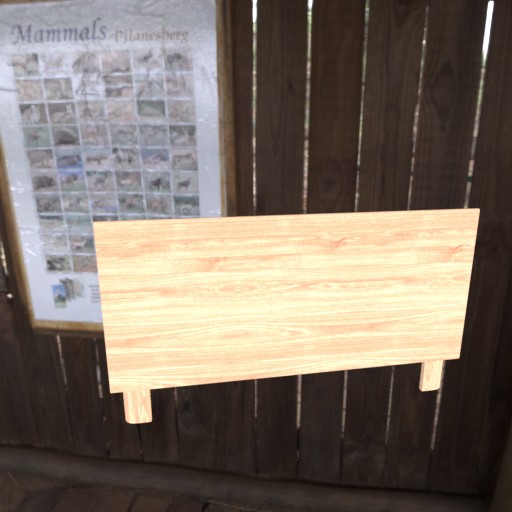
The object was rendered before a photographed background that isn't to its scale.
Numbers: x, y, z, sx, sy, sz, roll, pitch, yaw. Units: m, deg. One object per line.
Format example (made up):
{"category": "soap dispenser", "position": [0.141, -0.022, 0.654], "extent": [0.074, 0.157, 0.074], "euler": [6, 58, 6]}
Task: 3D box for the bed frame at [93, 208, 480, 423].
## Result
{"category": "bed frame", "position": [0.000, 0.000, 2.962], "extent": [1.660, 0.940, 2.092], "euler": [-3, 16, -10]}
